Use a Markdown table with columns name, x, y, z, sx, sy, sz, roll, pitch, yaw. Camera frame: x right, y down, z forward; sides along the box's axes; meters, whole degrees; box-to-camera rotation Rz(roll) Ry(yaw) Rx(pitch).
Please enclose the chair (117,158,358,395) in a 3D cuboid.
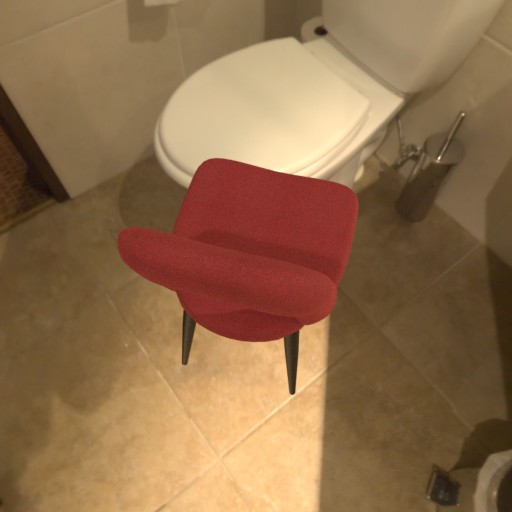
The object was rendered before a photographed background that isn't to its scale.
| name | x | y | z | sx | sy | sz | roll | pitch | yaw |
| --- | --- | --- | --- | --- | --- | --- | --- | --- | --- |
| chair | 0.000 | 0.000 | 1.191 | 0.483 | 0.892 | 0.569 | 14 | 63 | 7 |
